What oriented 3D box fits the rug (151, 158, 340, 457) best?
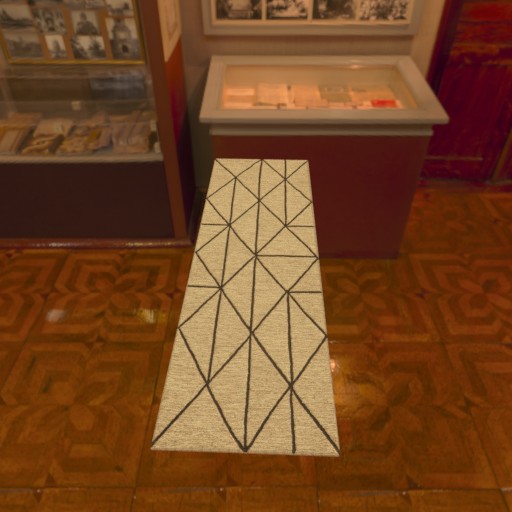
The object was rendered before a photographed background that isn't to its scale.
[{"bbox_3d":[0.000,0.000,2.703,0.762,0.012,2.438,1,40,2],"label":"rug"}]
